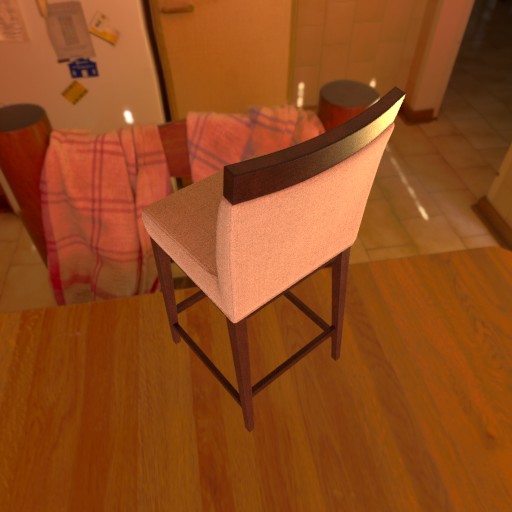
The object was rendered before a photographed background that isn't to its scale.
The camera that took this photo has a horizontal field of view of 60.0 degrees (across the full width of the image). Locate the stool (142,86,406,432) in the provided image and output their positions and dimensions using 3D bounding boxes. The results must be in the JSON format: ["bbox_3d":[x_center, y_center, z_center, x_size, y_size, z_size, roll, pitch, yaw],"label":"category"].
[{"bbox_3d":[0.000,0.000,1.284,0.463,1.011,0.480,-31,53,-27],"label":"stool"}]
